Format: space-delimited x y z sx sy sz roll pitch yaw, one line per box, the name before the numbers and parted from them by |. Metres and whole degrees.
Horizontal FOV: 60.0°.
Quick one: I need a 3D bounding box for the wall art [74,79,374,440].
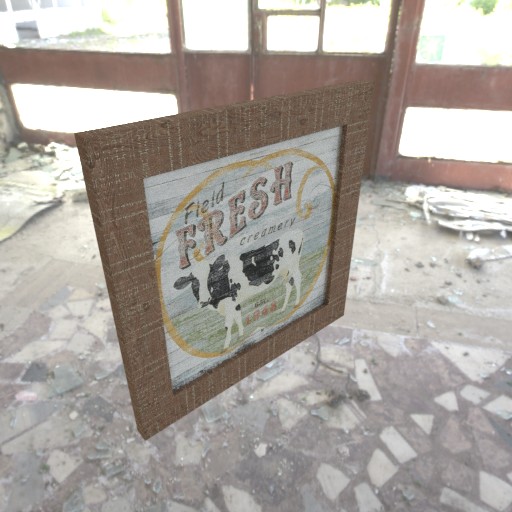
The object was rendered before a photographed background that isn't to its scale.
wall art | 0.000 0.000 0.790 0.531 0.531 0.029 -24 39 -34
